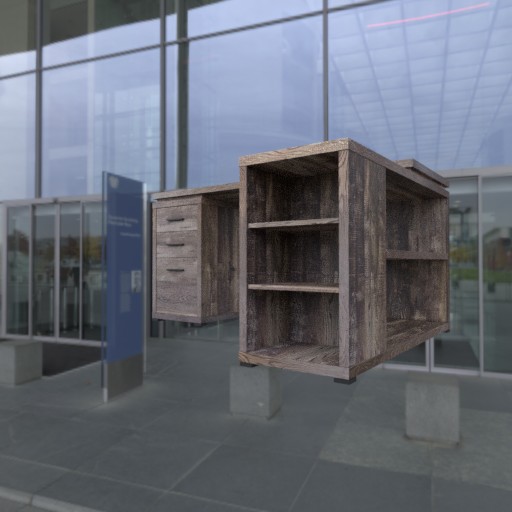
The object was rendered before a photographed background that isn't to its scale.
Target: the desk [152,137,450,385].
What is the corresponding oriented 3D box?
[{"bbox_3d":[0.000,0.000,2.182,1.524,0.753,1.200,-1,-1,36],"label":"desk"}]
